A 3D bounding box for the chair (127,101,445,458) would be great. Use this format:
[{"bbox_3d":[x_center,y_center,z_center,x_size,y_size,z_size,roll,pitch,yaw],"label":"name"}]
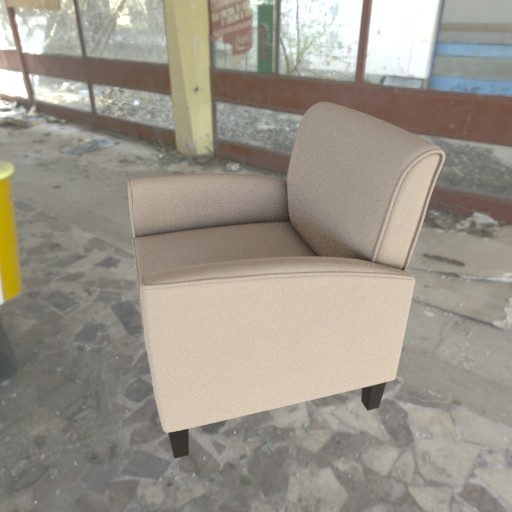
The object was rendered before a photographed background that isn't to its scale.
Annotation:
[{"bbox_3d":[0.000,0.000,1.552,0.820,0.915,0.820,-8,30,-14],"label":"chair"}]
